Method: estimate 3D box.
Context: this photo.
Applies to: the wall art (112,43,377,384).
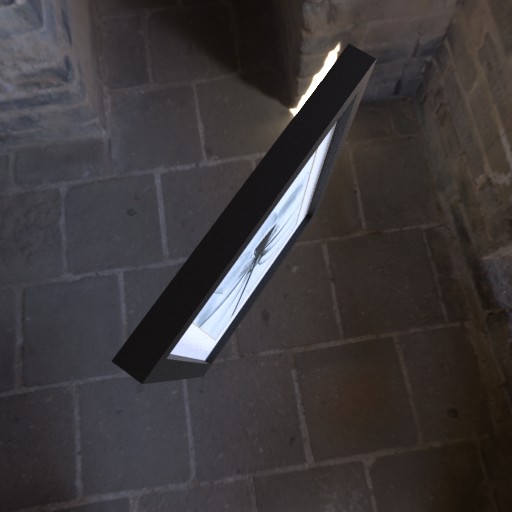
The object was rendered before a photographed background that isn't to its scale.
[{"bbox_3d":[0.000,0.000,0.538,0.029,0.381,0.330,34,78,8],"label":"wall art"}]
